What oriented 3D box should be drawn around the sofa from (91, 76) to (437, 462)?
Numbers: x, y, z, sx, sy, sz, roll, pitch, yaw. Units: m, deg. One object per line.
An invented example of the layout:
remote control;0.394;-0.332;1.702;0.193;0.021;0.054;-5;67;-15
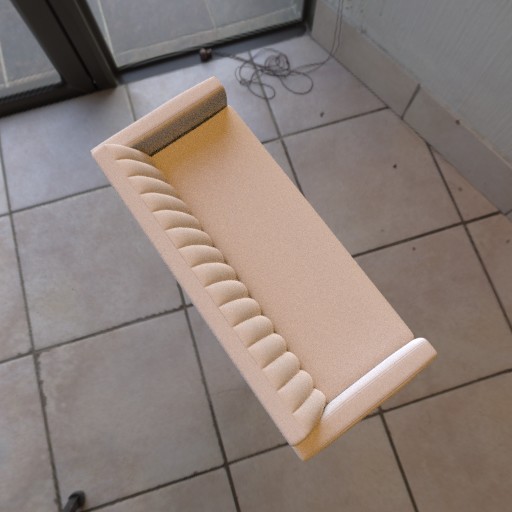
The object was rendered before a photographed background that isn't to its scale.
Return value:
sofa;0.000;0.000;2.854;0.990;0.821;2.291;-35;78;-8
